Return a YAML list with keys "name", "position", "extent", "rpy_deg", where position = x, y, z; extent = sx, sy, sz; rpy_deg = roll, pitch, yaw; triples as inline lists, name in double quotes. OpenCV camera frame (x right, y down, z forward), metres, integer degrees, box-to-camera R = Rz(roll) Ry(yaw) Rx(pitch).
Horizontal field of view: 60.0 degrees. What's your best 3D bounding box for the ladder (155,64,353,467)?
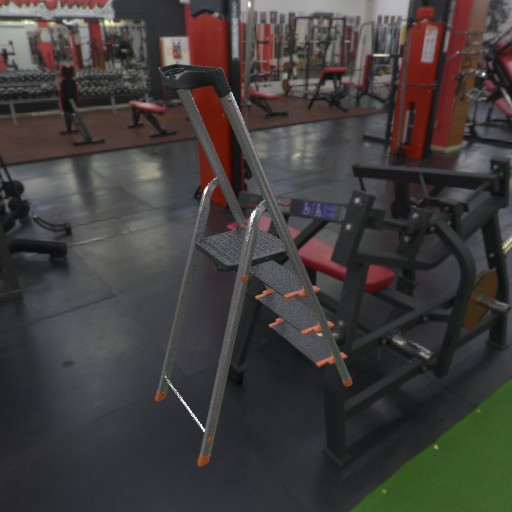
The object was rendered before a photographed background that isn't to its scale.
- name: "ladder"
  position: [0.000, 0.000, 1.795]
  extent: [0.834, 1.429, 0.452]
  rpy_deg: [-17, 30, -30]
